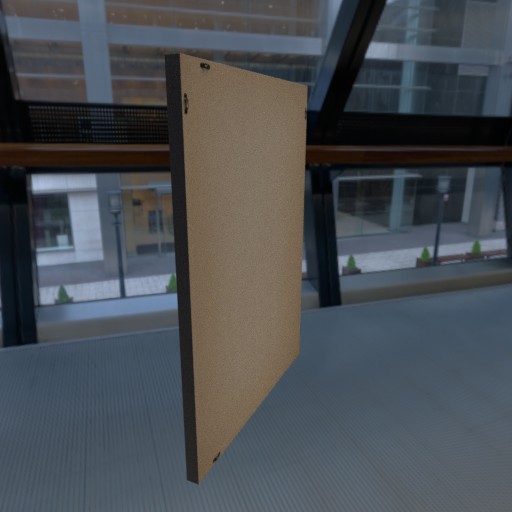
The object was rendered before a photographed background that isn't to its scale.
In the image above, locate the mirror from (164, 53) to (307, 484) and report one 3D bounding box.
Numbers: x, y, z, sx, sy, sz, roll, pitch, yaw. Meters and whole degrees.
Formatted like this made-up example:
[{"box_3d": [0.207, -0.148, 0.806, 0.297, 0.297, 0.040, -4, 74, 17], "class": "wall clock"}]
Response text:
[{"box_3d": [0.000, 0.000, 1.332, 0.041, 1.016, 0.762, 7, 18, 24], "class": "mirror"}]
